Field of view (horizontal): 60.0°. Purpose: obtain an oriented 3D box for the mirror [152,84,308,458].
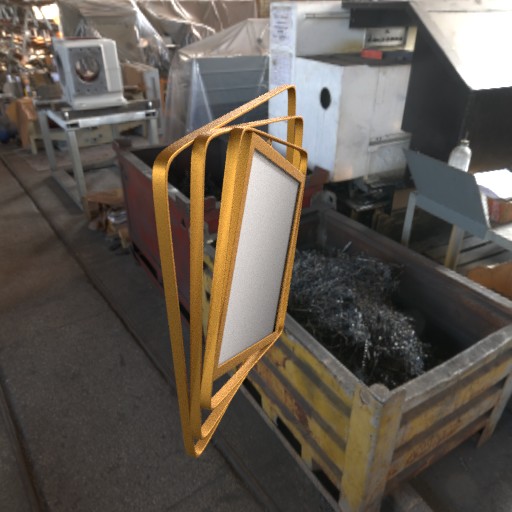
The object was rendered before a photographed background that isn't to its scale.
[{"bbox_3d":[0.000,0.000,0.716,0.045,0.468,0.470,11,32,18],"label":"mirror"}]
